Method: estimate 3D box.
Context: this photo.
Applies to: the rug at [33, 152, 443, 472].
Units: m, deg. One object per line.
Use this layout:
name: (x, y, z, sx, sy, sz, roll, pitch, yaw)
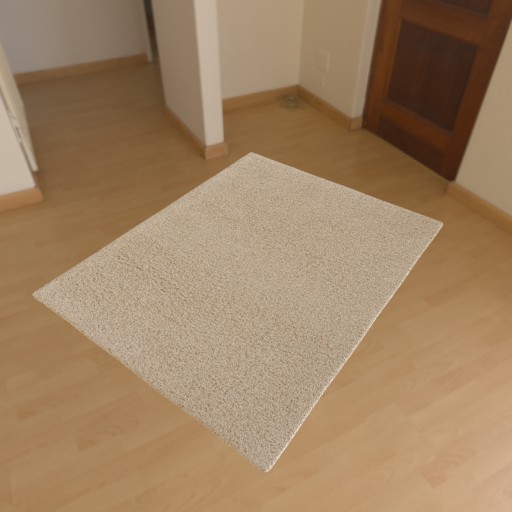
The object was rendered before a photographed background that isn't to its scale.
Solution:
rug: (0.000, 0.000, 4.086, 2.438, 0.029, 3.047, 26, 48, 27)
